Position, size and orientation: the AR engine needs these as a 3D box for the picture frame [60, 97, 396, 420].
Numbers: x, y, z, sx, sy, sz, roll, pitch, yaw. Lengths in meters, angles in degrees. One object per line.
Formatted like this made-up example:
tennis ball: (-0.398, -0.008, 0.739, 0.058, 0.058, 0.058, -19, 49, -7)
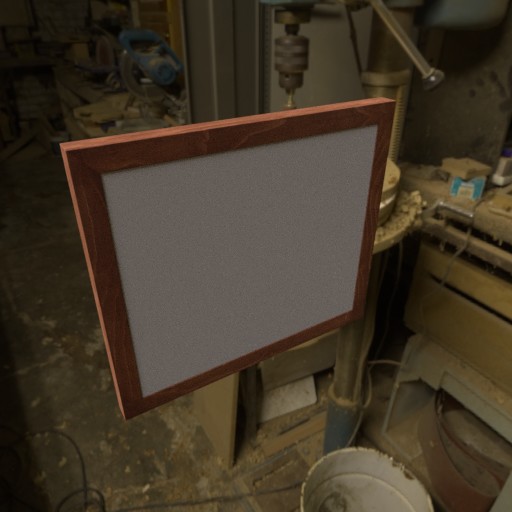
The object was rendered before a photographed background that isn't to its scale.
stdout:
picture frame: (0.000, 0.000, 0.542, 0.381, 0.330, 0.025, -17, 35, -27)
